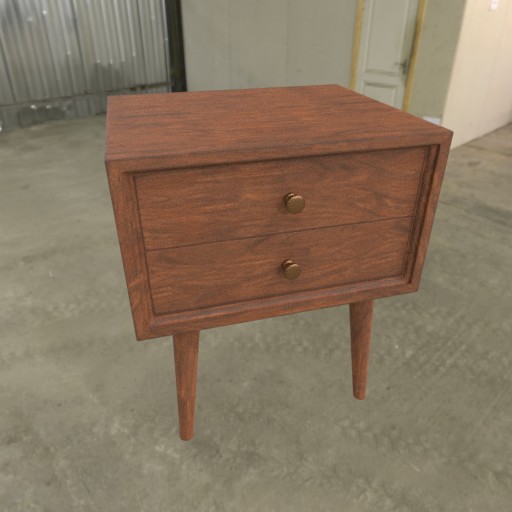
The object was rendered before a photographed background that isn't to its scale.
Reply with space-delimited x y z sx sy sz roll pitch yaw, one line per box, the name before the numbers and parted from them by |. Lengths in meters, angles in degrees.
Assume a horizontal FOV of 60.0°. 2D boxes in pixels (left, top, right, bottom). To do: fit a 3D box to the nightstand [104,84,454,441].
nightstand | 0.000 0.000 0.956 0.521 0.607 0.445 -8 32 -13
